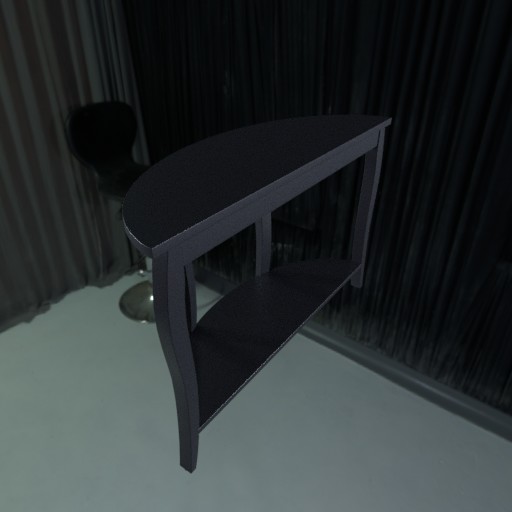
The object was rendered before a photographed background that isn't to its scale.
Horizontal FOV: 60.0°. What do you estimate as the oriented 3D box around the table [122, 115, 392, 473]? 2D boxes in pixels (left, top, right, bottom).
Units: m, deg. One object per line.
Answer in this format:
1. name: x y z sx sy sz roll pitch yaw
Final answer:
1. table: 0.000 0.000 1.579 0.394 0.780 1.219 21 37 30
